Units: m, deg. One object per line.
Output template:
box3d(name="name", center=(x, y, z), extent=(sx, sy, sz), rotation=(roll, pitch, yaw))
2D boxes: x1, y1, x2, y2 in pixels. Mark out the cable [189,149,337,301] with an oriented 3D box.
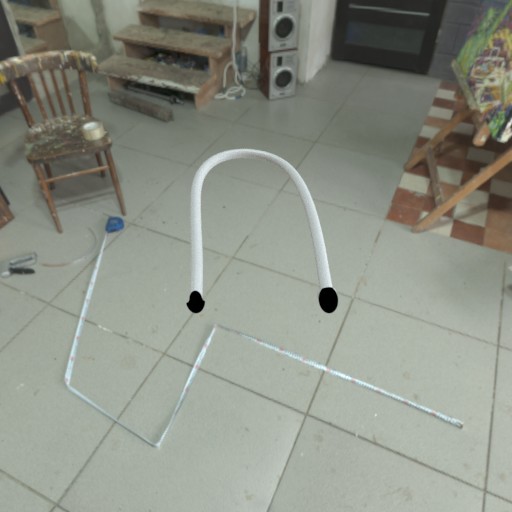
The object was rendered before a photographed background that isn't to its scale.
box3d(name="cable", center=(0.000, 0.000, 0.110), extent=(0.040, 0.006, 0.098), rotation=(-3, 45, -3))
